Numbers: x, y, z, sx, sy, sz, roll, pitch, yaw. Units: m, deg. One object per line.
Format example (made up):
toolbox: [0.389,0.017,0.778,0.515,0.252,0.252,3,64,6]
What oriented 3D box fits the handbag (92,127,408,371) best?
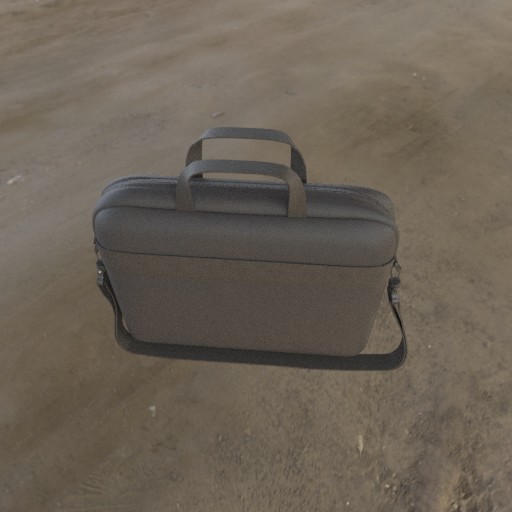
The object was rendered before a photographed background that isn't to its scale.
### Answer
handbag: [0.000,0.000,0.572,0.429,0.330,0.126,3,46,3]
